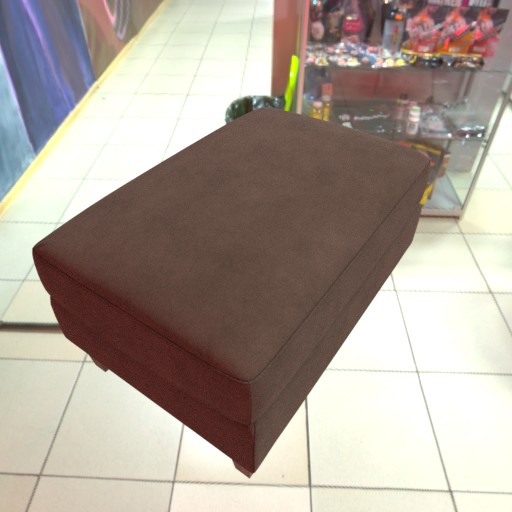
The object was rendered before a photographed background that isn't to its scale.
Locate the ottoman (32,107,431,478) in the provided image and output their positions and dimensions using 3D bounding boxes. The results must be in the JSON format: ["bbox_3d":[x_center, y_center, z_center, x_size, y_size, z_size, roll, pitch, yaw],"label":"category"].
[{"bbox_3d":[0.000,0.000,1.151,0.584,0.483,0.864,25,48,25],"label":"ottoman"}]
